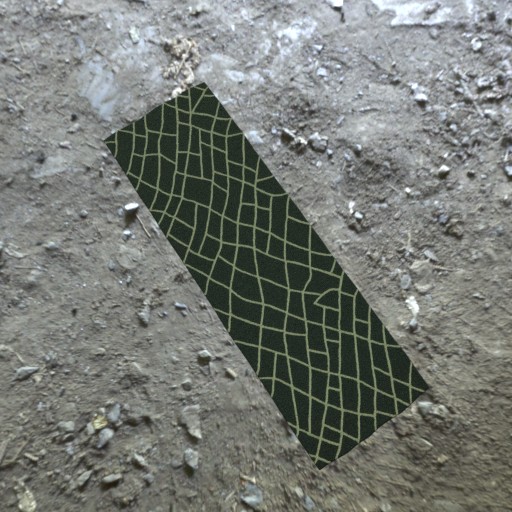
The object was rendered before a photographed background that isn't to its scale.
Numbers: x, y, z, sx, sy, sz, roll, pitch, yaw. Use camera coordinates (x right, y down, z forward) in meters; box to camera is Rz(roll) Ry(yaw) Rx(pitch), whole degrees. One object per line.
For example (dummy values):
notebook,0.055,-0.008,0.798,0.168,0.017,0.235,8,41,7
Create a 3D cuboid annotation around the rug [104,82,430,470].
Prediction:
rug,0.000,0.000,2.767,0.807,0.010,2.476,-33,79,-7
